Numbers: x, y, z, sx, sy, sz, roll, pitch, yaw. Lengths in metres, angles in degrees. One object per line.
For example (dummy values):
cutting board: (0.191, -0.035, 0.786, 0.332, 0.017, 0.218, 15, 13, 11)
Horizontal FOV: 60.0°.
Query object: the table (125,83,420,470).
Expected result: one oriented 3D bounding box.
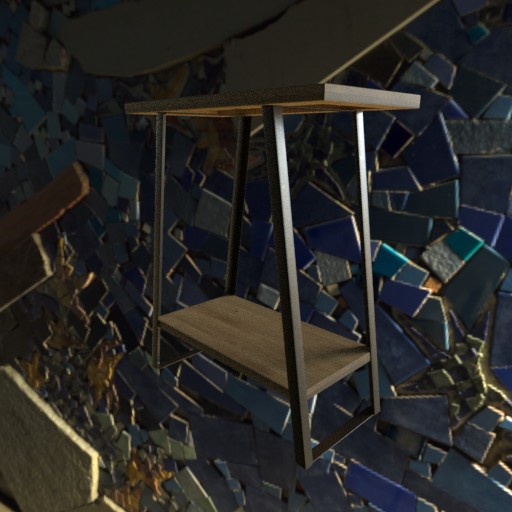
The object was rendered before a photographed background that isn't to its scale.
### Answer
table: (0.000, 0.000, 1.049, 0.300, 0.701, 0.599, -14, 21, -42)
